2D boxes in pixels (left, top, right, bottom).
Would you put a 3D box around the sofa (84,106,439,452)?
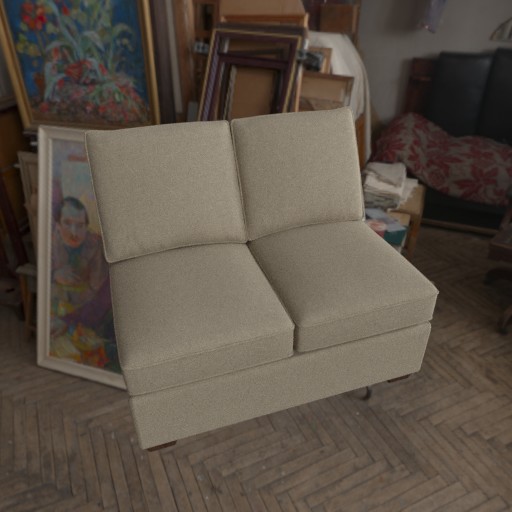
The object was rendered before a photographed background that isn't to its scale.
[{"bbox_3d":[0.000,0.000,1.910,1.237,1.008,0.951,-10,34,-16],"label":"sofa"}]
